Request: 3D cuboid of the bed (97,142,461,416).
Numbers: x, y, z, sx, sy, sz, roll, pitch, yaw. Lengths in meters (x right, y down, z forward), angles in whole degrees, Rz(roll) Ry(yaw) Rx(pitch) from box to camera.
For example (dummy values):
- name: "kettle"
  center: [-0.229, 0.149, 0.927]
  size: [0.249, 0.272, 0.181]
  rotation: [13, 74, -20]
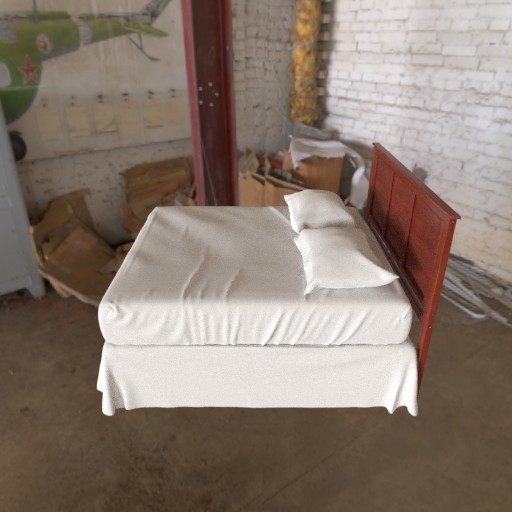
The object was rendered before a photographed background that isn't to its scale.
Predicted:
- name: "bed"
  center: [0.000, 0.000, 3.211]
  size: [2.050, 1.270, 1.870]
  rotation: [0, 27, 0]
